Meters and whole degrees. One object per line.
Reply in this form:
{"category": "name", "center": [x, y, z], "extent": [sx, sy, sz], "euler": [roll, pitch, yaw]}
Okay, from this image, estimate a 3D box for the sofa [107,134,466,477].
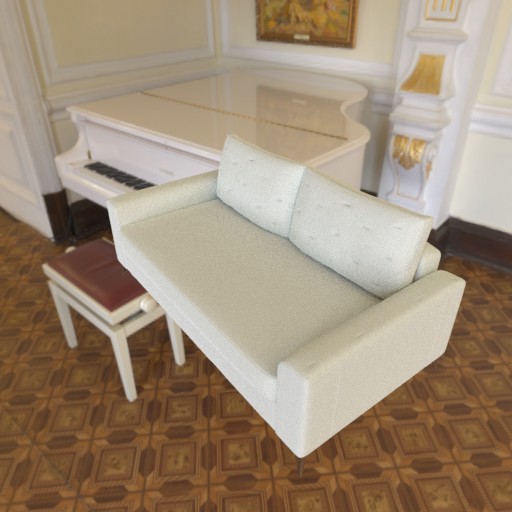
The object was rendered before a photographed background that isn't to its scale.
{"category": "sofa", "center": [0.000, 0.000, 2.175], "extent": [0.920, 0.790, 1.650], "euler": [-22, 38, -31]}
